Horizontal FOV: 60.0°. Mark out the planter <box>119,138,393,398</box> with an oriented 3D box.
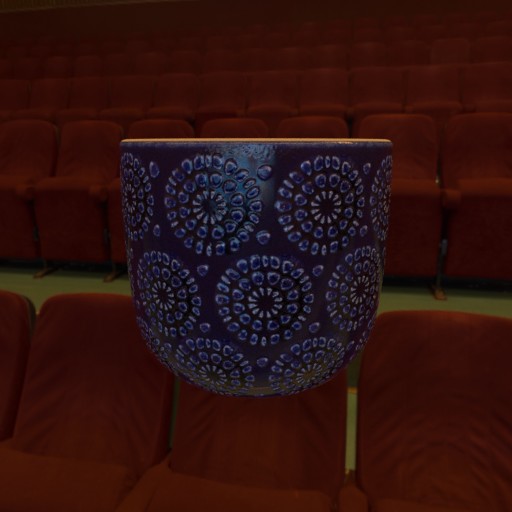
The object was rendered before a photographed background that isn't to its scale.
[{"bbox_3d":[0.000,0.000,0.294,0.165,0.149,0.165,0,14,0],"label":"planter"}]
